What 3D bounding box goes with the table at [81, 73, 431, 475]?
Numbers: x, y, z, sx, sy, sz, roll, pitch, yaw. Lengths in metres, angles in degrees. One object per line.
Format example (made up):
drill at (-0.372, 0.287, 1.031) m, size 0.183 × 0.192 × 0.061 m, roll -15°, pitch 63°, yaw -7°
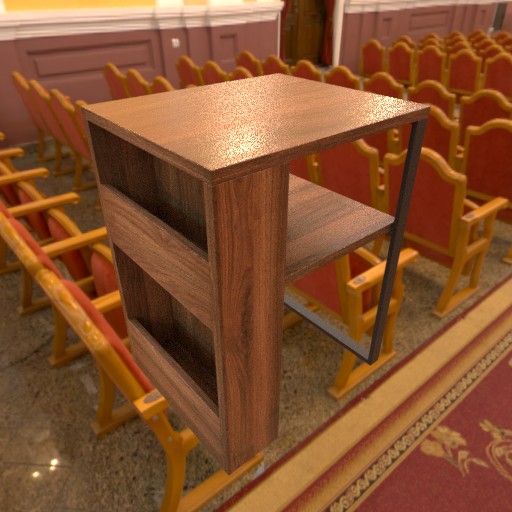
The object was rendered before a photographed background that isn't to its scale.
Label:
table at (0.000, 0.000, 1.577) m, size 0.786 × 1.041 × 0.660 m, roll -24°, pitch 40°, yaw -33°
